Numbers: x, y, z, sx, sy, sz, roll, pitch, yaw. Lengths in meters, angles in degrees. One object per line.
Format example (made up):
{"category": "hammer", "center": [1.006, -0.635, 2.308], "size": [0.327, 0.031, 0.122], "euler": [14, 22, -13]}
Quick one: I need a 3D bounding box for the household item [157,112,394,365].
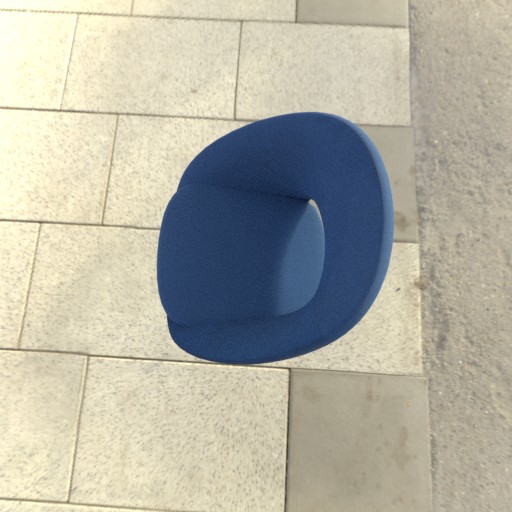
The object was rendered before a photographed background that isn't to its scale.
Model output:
{"category": "household item", "center": [0.000, 0.000, 1.305], "size": [0.573, 0.852, 0.623], "euler": [1, 76, 0]}
